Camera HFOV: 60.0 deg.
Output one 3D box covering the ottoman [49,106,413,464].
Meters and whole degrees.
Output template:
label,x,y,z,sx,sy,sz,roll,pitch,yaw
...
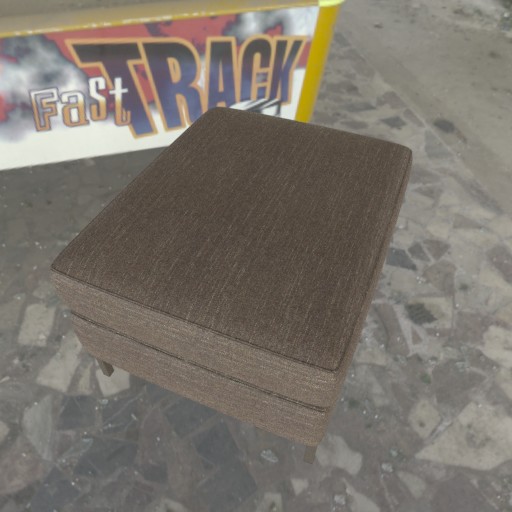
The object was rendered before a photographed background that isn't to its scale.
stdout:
label,x,y,z,sx,sy,sz,roll,pitch,yaw
ottoman,0.000,0.000,1.239,0.671,0.490,0.820,17,48,16
